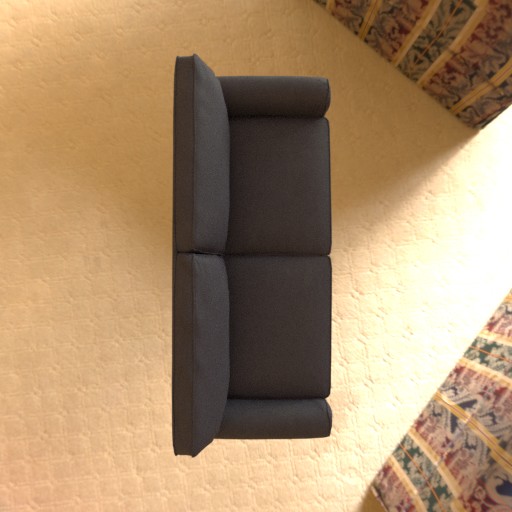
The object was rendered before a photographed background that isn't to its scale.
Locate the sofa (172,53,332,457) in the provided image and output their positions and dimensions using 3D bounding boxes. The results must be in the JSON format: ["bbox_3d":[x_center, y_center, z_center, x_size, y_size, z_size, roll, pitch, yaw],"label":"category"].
[{"bbox_3d":[0.000,0.000,2.832,0.983,1.094,2.256,0,88,1],"label":"sofa"}]
